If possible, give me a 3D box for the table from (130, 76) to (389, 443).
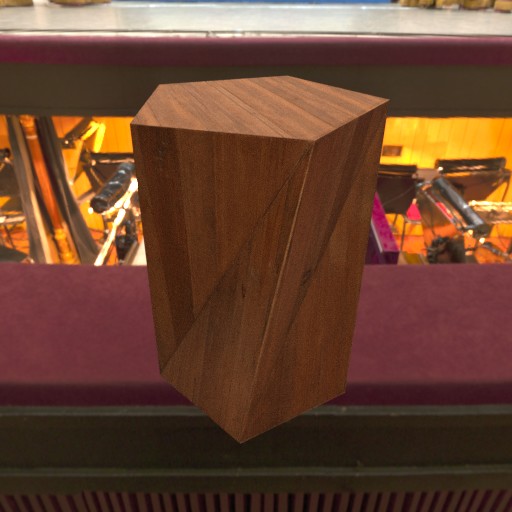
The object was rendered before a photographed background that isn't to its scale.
[{"bbox_3d":[0.000,0.000,0.888,0.441,0.604,0.425,0,32,0],"label":"table"}]
